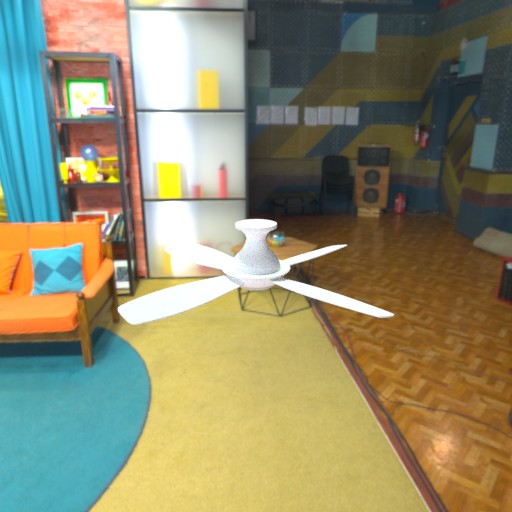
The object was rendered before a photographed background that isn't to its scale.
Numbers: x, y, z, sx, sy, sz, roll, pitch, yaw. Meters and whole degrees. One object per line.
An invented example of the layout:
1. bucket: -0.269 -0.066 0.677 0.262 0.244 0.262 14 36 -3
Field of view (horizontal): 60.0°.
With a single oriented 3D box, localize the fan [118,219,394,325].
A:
1. fan: 0.000 0.000 2.536 1.693 0.382 1.694 16 23 42
